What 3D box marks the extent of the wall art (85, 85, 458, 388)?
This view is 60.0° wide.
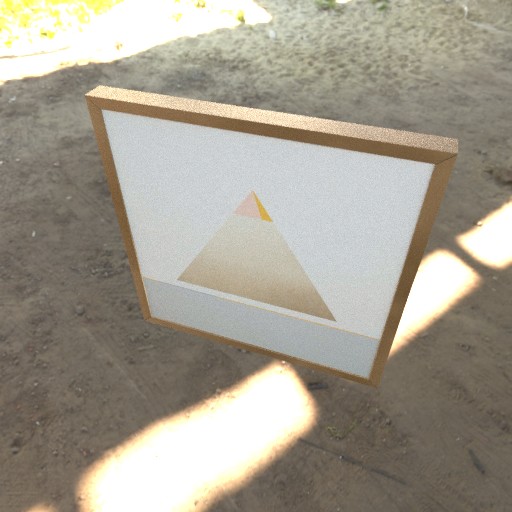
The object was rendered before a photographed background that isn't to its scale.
[{"bbox_3d":[0.000,0.000,0.765,0.513,0.511,0.038,13,44,14],"label":"wall art"}]
